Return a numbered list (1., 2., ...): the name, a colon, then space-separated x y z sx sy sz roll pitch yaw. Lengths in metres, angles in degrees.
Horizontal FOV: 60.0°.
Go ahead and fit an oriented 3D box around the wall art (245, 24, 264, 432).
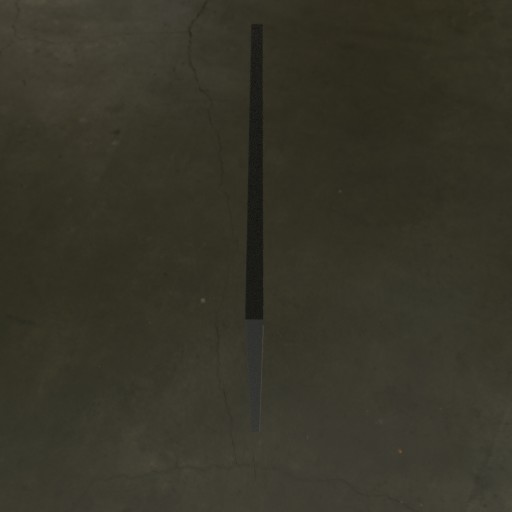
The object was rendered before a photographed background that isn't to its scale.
1. wall art: 0.000 0.000 1.215 0.028 0.863 0.755 0 58 0
